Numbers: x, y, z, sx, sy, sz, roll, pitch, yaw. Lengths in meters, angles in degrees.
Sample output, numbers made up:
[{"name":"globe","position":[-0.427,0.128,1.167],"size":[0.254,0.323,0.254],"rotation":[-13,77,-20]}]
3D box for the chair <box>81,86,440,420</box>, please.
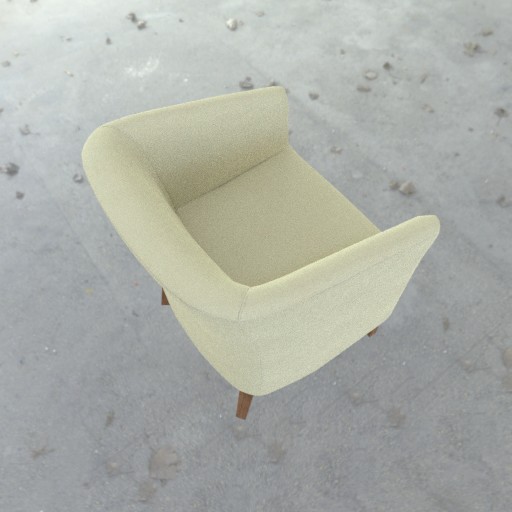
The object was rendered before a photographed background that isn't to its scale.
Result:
[{"name":"chair","position":[0.000,0.000,1.266],"size":[0.657,0.822,0.643],"rotation":[-31,62,-19]}]
